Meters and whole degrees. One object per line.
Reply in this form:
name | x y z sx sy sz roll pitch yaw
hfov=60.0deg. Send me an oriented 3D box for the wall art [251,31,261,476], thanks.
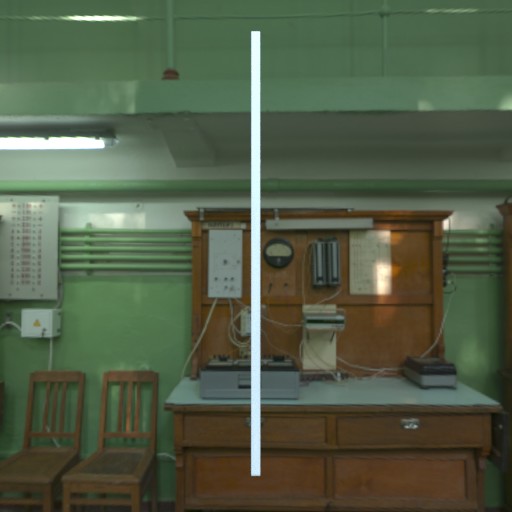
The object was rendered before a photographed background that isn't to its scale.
wall art | 0.000 0.000 0.872 0.013 0.584 0.584 0 -1 0
